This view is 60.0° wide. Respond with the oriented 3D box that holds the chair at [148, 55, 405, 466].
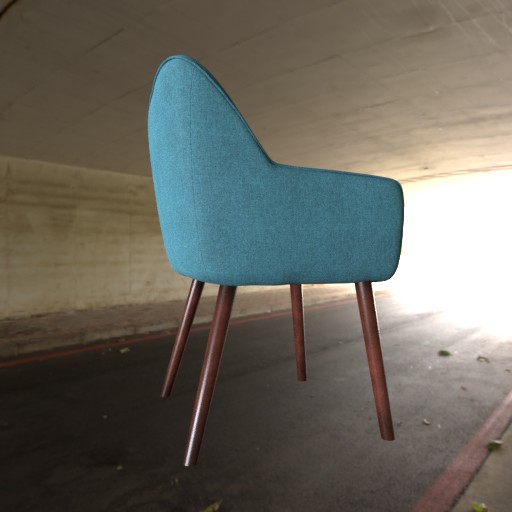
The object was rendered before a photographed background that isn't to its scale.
[{"bbox_3d":[0.000,0.000,1.128,0.519,0.803,0.543,0,1,-18],"label":"chair"}]
